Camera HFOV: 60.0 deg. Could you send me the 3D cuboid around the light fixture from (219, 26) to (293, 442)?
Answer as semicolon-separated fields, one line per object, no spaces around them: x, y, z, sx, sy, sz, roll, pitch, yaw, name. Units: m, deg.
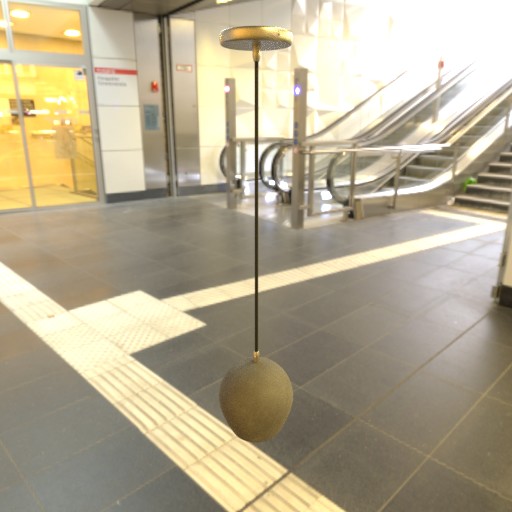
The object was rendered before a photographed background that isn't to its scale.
0.000;0.000;0.834;0.153;0.760;0.153;8;19;25;light fixture
